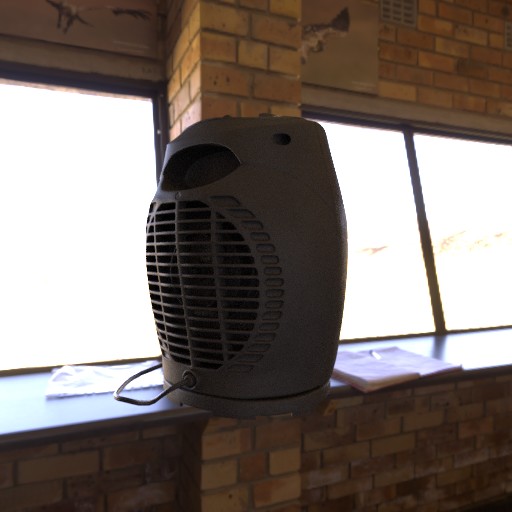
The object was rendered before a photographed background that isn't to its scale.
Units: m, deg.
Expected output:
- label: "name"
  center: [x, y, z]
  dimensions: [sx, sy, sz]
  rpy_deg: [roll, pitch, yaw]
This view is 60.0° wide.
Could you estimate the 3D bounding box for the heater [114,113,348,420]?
- label: "heater"
  center: [0.000, 0.000, 0.475]
  dimensions: [0.239, 0.255, 0.291]
  rpy_deg: [0, 1, 36]
